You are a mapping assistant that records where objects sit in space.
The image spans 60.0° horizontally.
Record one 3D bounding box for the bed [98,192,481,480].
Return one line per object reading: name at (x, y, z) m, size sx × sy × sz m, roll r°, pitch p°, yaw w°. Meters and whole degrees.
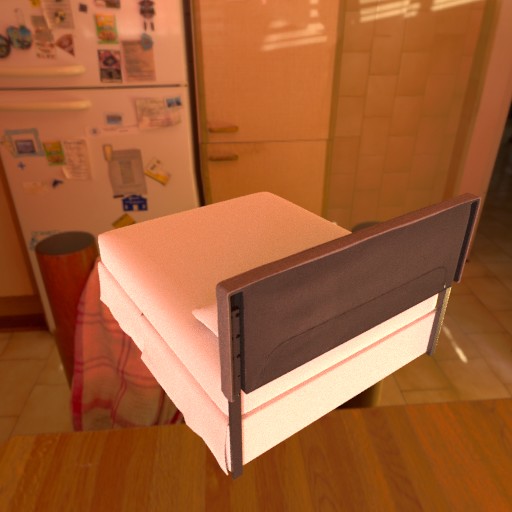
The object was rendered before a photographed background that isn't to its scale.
bed at (0.000, 0.000, 2.855) m, size 1.610 × 1.089 × 1.894 m, roll -19°, pitch 34°, yaw -30°
